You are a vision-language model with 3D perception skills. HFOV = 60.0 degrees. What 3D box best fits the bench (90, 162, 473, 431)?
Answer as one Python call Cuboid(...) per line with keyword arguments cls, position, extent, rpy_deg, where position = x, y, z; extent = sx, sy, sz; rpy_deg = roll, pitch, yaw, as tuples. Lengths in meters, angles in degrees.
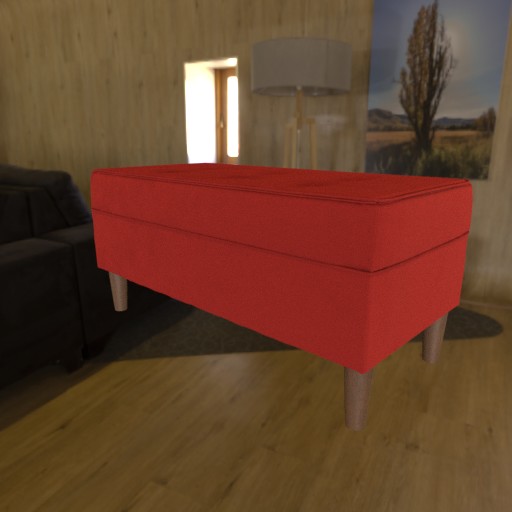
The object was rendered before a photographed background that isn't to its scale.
Cuboid(cls="bench", position=(0.000, 0.000, 1.281), extent=(1.016, 0.471, 0.492), rpy_deg=(14, 21, 41))
